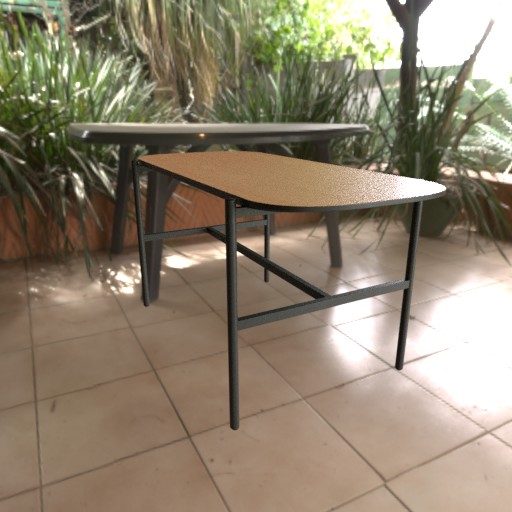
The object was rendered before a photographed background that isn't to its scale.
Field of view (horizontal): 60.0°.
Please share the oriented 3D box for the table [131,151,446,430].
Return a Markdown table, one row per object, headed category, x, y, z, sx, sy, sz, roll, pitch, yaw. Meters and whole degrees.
| category | x | y | z | sx | sy | sz | roll | pitch | yaw |
| --- | --- | --- | --- | --- | --- | --- | --- | --- | --- |
| table | 0.000 | 0.000 | 1.019 | 0.400 | 0.400 | 0.800 | -10 | 21 | -27 |
